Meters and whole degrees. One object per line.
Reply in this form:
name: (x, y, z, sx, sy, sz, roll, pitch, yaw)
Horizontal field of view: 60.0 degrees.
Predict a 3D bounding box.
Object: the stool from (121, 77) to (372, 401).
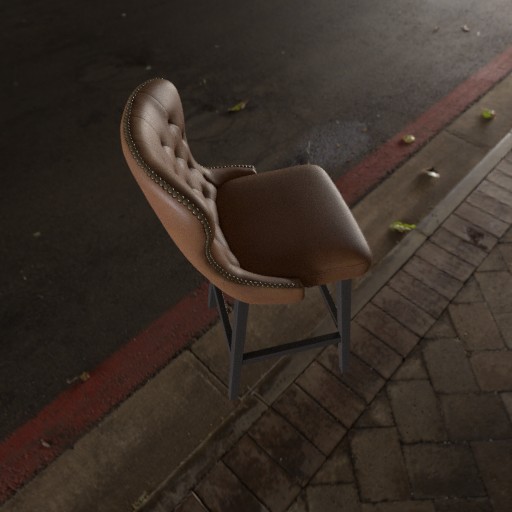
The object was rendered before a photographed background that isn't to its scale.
stool: (0.000, 0.000, 1.336, 0.593, 0.971, 0.528, -11, 50, -10)
